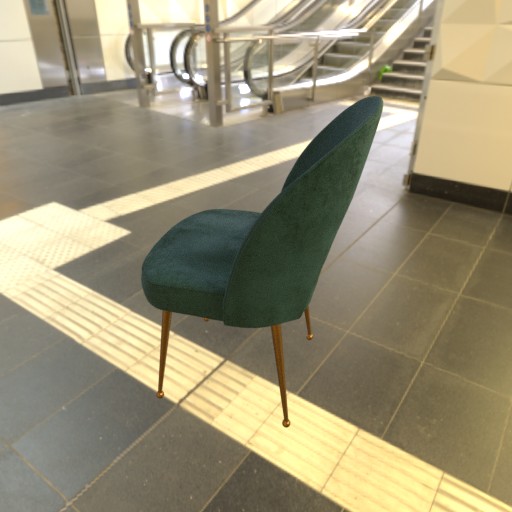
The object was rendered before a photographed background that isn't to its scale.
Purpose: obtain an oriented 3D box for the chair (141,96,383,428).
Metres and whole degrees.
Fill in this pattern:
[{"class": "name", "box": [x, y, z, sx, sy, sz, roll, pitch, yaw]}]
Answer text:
[{"class": "chair", "box": [0.000, 0.000, 1.245, 0.577, 0.860, 0.527, 8, 31, 14]}]
